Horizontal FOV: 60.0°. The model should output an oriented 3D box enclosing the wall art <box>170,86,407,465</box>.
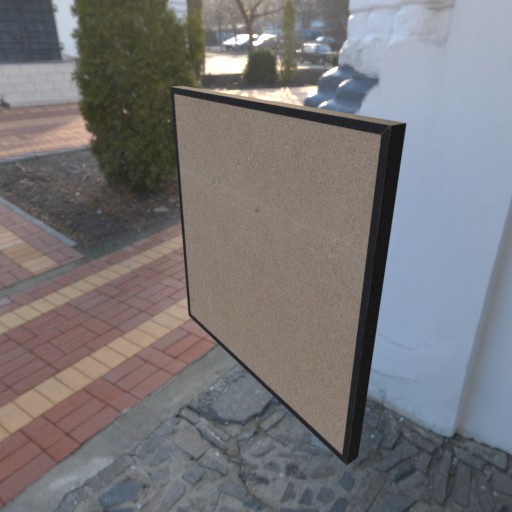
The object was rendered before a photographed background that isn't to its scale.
[{"bbox_3d":[0.000,0.000,1.139,0.038,0.762,0.762,-18,31,-32],"label":"wall art"}]
